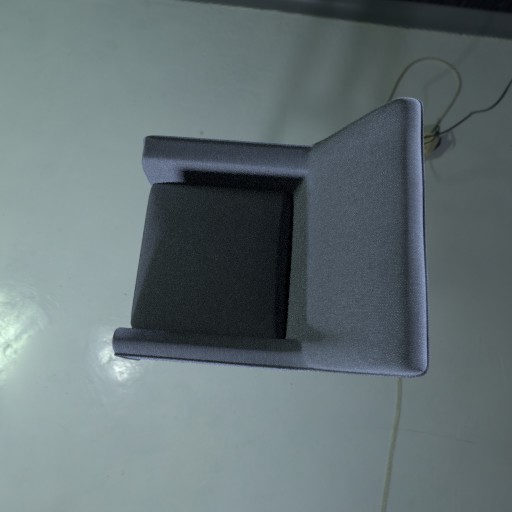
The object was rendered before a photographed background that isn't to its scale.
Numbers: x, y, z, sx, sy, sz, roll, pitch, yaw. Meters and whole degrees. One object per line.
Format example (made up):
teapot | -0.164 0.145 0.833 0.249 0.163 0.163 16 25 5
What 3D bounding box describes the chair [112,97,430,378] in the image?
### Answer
chair | 0.000 0.000 1.583 0.899 0.919 0.780 4 75 1
